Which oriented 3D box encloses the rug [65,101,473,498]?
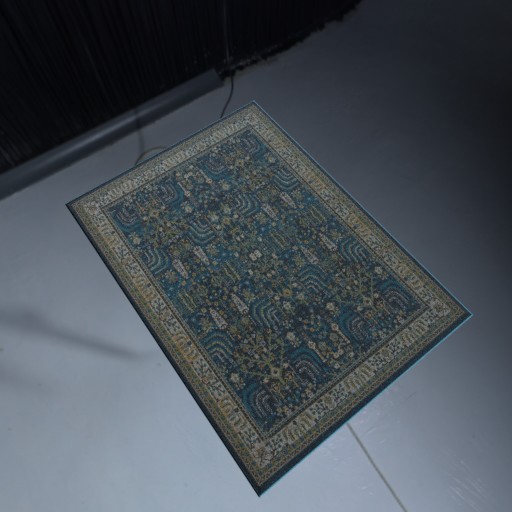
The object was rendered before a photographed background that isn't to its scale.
[{"bbox_3d":[0.000,0.000,3.933,2.226,0.015,3.044,-34,68,-16],"label":"rug"}]
